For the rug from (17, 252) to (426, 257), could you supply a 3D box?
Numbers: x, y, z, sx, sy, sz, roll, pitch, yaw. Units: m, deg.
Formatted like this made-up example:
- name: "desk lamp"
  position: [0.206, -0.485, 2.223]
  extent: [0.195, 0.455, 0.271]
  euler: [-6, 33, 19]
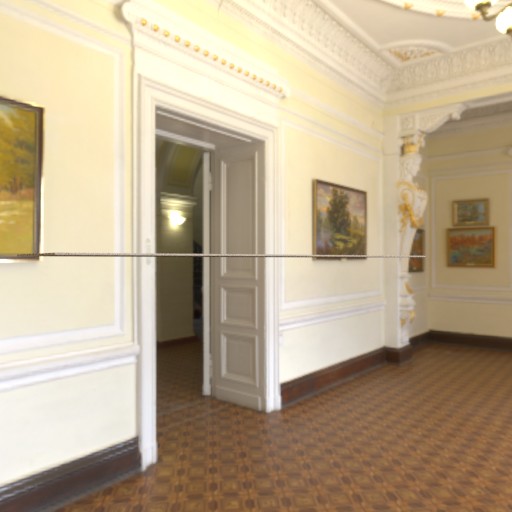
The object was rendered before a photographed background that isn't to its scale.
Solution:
- name: "rug"
  position: [0.000, 0.000, 2.656]
  extent: [2.435, 0.009, 0.750]
  euler: [0, -1, -38]
